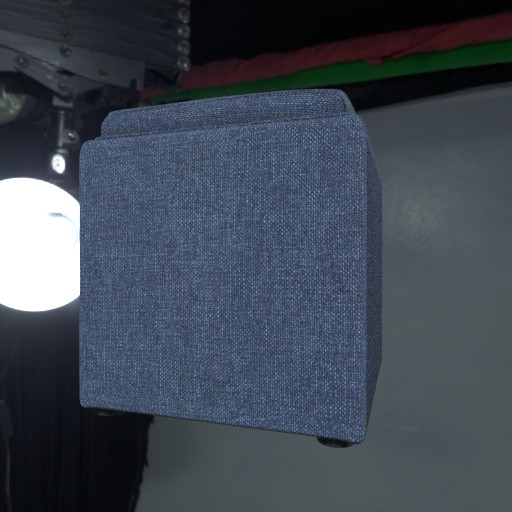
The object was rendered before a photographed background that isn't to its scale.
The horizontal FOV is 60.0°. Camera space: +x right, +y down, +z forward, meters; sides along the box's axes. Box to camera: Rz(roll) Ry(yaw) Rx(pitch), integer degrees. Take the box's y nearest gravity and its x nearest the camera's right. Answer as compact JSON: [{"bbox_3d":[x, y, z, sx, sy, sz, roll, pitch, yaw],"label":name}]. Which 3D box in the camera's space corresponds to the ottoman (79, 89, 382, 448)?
[{"bbox_3d":[0.000,0.000,0.831,0.436,0.493,0.454,0,0,18],"label":"ottoman"}]
